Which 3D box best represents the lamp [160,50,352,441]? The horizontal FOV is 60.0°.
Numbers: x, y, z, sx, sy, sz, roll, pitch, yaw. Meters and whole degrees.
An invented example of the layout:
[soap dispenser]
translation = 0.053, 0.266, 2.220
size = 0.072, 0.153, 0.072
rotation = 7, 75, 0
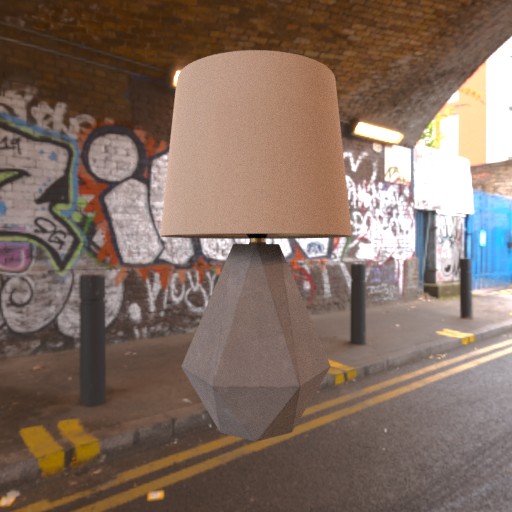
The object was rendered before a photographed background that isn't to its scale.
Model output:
[lamp]
translation = 0.000, 0.000, 0.653
size = 0.276, 0.501, 0.276
rotation = 0, 1, 0
